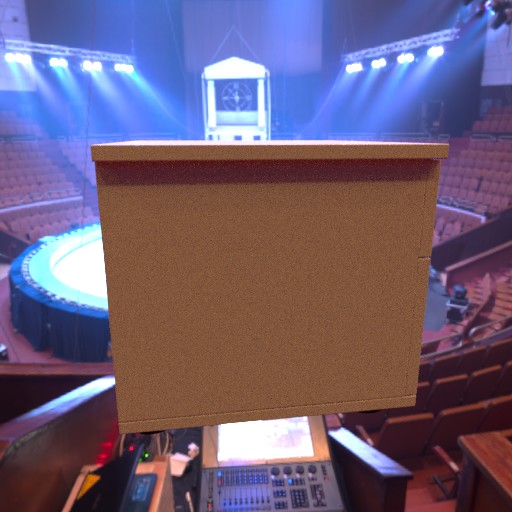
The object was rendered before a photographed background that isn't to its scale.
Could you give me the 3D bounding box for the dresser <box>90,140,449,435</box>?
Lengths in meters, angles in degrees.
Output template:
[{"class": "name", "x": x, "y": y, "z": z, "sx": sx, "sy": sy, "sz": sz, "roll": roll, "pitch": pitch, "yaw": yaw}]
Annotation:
[{"class": "dresser", "x": 0.000, "y": 0.000, "z": 0.722, "sx": 0.400, "sy": 0.360, "sz": 0.430, "roll": -2, "pitch": 15, "yaw": -8}]
